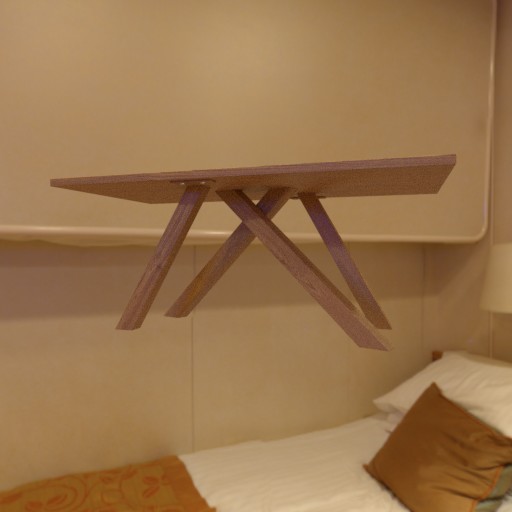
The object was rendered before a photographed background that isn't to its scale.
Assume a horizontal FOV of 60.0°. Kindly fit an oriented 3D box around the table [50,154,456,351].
[{"bbox_3d":[0.000,0.000,2.291,1.797,0.750,0.901,0,1,18],"label":"table"}]
